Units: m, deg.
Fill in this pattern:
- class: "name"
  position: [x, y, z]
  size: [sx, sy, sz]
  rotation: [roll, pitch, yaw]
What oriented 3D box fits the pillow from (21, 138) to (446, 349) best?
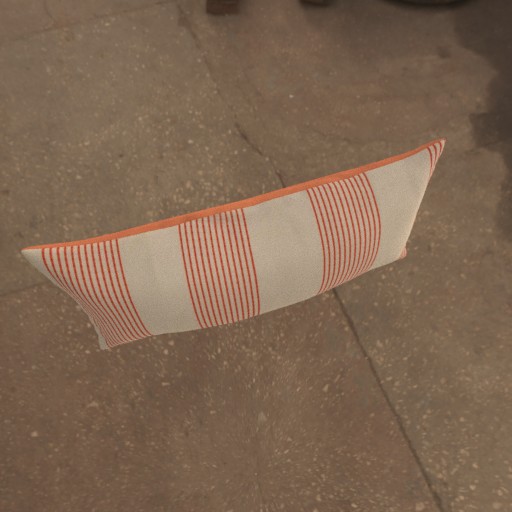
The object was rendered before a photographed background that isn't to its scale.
- class: "pillow"
  position: [0.000, 0.000, 0.721]
  size: [0.608, 0.292, 0.156]
  rotation: [-16, 65, -8]
